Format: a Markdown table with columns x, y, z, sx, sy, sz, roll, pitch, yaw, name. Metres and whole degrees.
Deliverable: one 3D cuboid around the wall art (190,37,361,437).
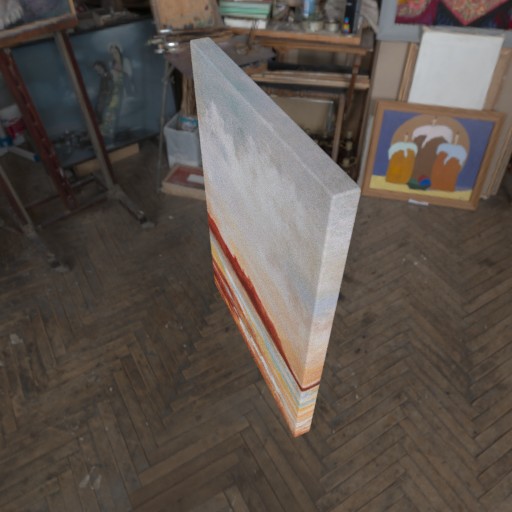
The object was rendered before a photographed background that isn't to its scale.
| x | y | z | sx | sy | sz | roll | pitch | yaw | name |
| --- | --- | --- | --- | --- | --- | --- | --- | --- | --- |
| 0.000 | 0.000 | 0.800 | 0.035 | 0.605 | 0.443 | -18 | 49 | -17 | wall art |
